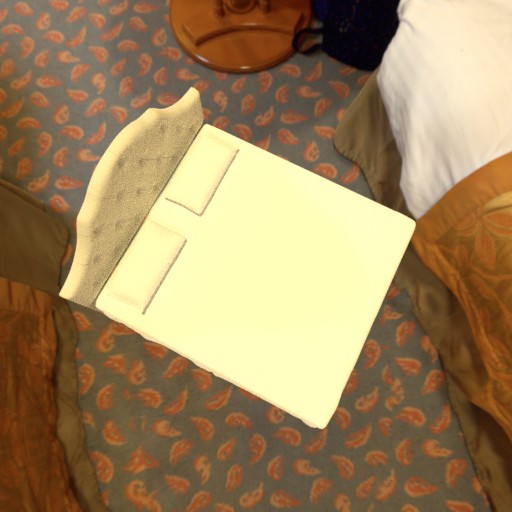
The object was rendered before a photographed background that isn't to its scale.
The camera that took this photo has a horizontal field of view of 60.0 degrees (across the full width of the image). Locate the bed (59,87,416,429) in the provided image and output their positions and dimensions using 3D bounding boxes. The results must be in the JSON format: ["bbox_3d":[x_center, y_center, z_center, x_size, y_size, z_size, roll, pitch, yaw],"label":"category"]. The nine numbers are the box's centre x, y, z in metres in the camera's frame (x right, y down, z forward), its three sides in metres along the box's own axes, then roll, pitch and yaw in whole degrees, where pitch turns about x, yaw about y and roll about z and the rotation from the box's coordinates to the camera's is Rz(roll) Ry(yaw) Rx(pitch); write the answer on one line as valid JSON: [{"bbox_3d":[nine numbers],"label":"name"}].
[{"bbox_3d":[0.000,0.000,3.552,2.214,1.615,2.008,27,77,7],"label":"bed"}]
